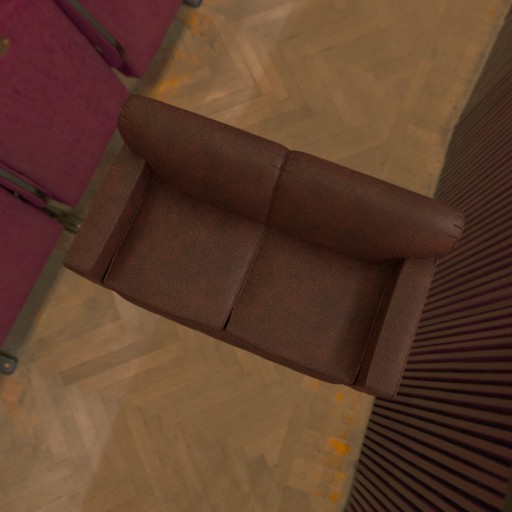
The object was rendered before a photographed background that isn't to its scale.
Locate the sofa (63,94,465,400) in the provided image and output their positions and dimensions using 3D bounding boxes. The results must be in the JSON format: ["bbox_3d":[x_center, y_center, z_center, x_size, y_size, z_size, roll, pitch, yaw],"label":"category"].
[{"bbox_3d":[0.000,0.000,2.499,1.856,0.966,1.000,21,76,5],"label":"sofa"}]
